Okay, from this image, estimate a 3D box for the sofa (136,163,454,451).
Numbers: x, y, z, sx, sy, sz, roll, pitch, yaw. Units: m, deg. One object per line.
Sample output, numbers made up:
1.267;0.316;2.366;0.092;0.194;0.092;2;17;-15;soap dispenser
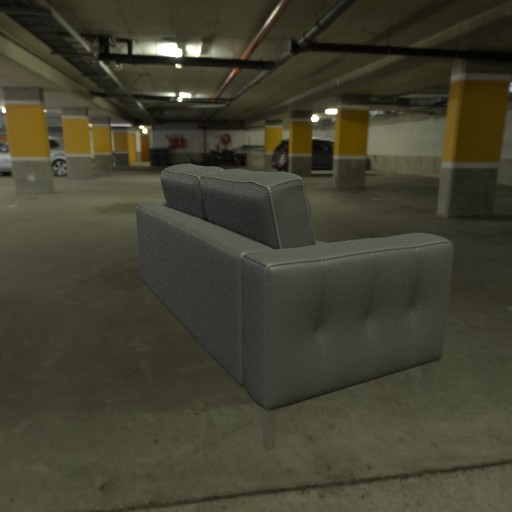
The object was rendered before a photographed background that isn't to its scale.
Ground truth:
0.000;0.000;2.243;0.833;0.892;1.726;-7;15;-27;sofa
